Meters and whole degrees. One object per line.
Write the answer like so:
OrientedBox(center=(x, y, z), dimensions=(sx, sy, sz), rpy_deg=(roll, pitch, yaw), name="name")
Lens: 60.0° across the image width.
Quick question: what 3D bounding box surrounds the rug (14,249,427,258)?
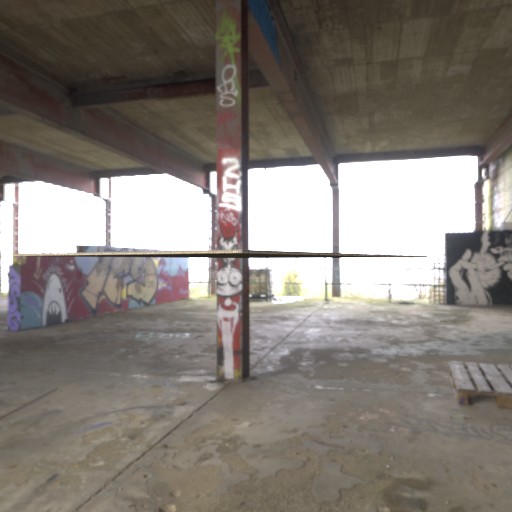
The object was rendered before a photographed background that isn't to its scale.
OrientedBox(center=(0.000, 0.000, 2.262), dimensions=(1.219, 0.010, 1.829), rpy_deg=(0, -1, 36), name="rug")
